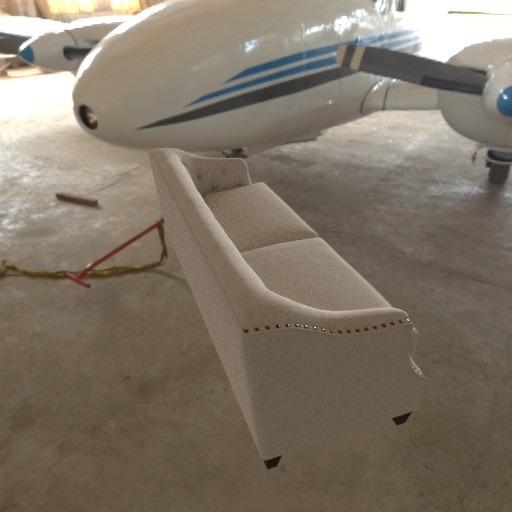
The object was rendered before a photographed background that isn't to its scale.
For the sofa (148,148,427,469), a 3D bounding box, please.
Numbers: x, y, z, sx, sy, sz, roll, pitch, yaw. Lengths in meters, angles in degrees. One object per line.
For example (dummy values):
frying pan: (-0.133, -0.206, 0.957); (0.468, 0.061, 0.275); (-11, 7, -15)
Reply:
sofa: (0.000, 0.000, 2.745); (0.914, 0.901, 2.235); (-11, 32, -17)
